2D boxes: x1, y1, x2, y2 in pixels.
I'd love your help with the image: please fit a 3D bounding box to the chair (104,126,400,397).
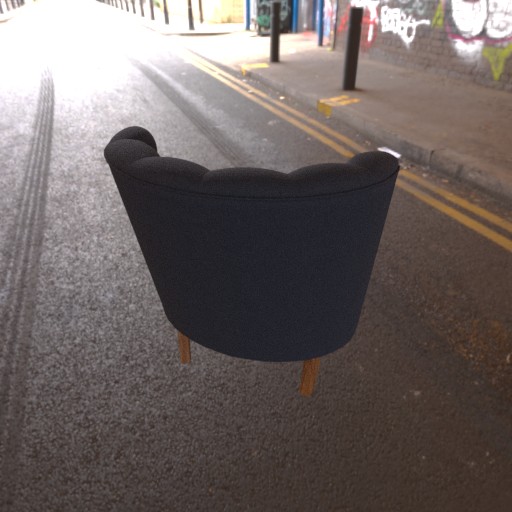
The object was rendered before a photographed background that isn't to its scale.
[{"bbox_3d":[0.000,0.000,1.345,0.740,0.771,0.718,10,33,16],"label":"chair"}]
